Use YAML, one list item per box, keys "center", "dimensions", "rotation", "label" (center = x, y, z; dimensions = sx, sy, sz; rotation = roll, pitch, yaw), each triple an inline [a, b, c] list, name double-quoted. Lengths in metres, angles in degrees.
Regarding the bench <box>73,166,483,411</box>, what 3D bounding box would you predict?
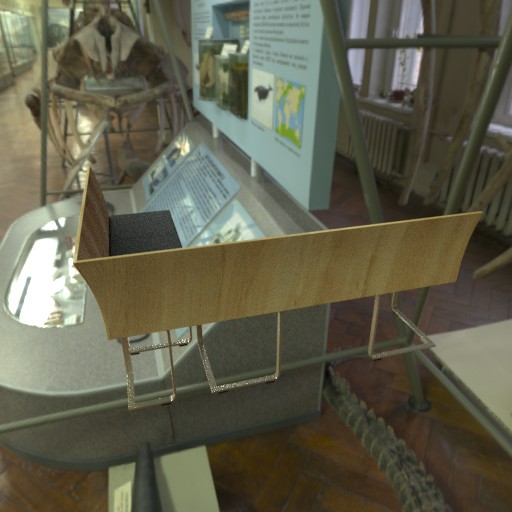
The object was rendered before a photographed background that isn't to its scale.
- center: [0.000, 0.000, 2.832]
  dimensions: [1.945, 0.930, 1.495]
  rotation: [-8, 27, -15]
  label: "bench"
